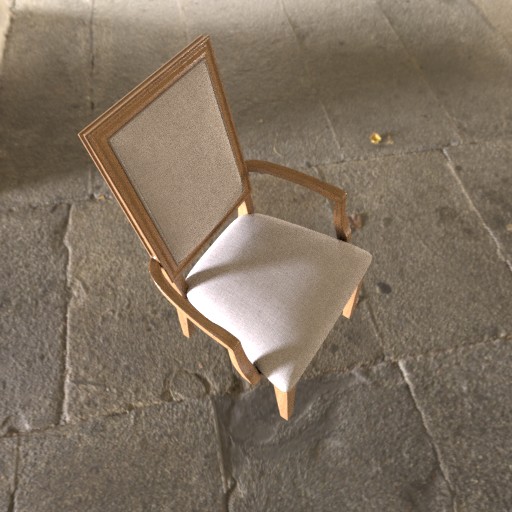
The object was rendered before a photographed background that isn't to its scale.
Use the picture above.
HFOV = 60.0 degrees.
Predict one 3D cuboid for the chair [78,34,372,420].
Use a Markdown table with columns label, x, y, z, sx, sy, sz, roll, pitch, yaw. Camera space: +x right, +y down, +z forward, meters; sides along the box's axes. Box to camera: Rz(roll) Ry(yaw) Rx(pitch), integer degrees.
| label | x | y | z | sx | sy | sz | roll | pitch | yaw |
| --- | --- | --- | --- | --- | --- | --- | --- | --- | --- |
| chair | 0.000 | 0.000 | 1.328 | 0.602 | 0.990 | 0.606 | 30 | 63 | 17 |
